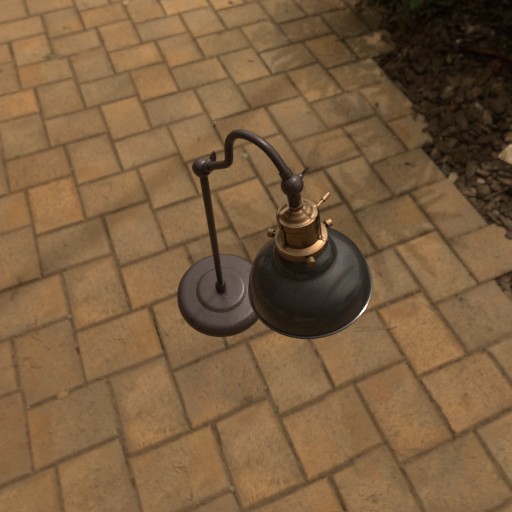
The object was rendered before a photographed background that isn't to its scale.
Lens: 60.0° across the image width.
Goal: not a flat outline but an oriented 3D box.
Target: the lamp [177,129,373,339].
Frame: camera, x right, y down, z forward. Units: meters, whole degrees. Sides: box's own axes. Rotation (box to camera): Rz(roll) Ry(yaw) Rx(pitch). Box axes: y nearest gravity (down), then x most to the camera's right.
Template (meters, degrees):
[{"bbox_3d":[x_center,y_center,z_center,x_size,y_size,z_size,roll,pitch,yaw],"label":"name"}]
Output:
[{"bbox_3d":[0.000,0.000,0.701,0.374,0.508,0.192,34,65,18],"label":"lamp"}]
